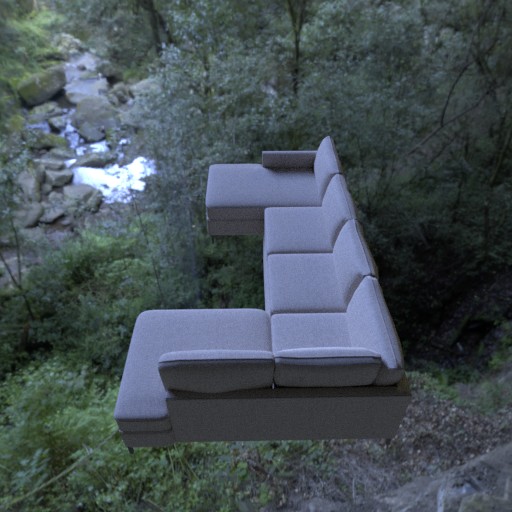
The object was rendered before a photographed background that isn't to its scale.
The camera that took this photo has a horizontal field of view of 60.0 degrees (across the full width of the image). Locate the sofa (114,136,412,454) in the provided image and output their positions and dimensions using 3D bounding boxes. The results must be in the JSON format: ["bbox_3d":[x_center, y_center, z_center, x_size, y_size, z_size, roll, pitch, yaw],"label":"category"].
[{"bbox_3d":[0.000,0.000,4.320,2.021,0.996,3.423,-1,42,-1],"label":"sofa"}]
